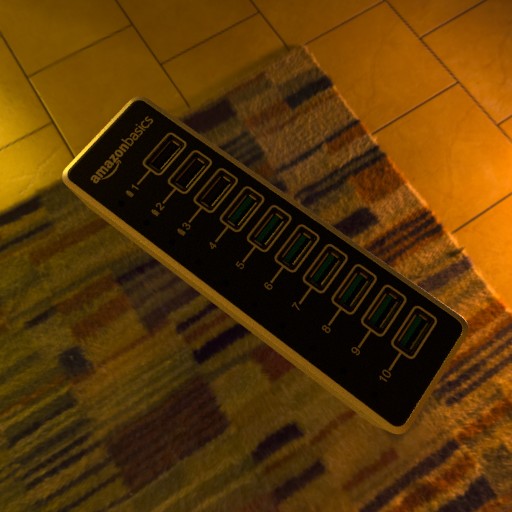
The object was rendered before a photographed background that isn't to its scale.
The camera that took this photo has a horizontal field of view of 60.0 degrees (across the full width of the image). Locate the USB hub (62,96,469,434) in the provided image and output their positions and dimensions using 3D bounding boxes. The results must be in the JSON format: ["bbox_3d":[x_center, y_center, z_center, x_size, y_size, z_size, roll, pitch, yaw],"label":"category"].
[{"bbox_3d":[0.000,0.000,0.161,0.145,0.023,0.044,36,78,9],"label":"USB hub"}]
